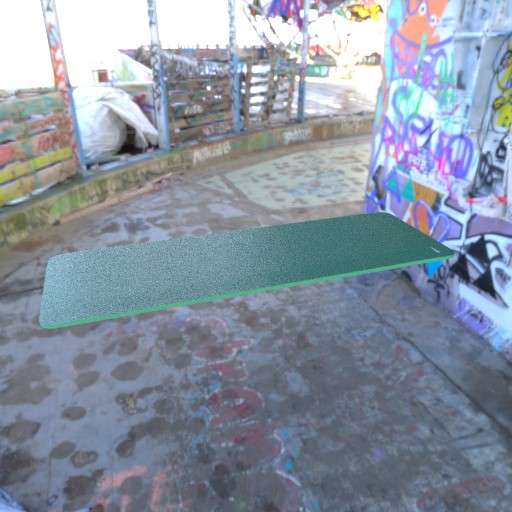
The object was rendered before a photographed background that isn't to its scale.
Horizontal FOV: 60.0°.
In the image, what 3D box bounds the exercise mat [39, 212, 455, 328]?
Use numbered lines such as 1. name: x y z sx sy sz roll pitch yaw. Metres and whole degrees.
1. exercise mat: 0.000 0.000 2.114 1.869 0.021 0.616 -9 27 -17
